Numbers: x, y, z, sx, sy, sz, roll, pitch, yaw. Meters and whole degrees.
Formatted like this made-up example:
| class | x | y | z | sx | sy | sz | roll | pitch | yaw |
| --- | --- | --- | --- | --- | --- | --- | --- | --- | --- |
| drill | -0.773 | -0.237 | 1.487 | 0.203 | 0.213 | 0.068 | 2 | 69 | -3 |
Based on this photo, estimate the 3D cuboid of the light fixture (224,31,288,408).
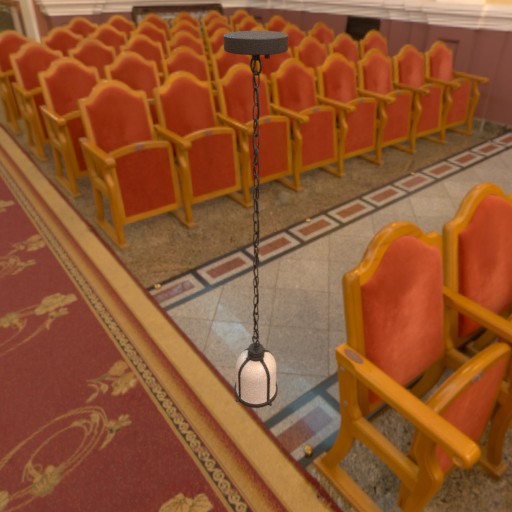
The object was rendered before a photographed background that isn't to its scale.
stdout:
| class | x | y | z | sx | sy | sz | roll | pitch | yaw |
| --- | --- | --- | --- | --- | --- | --- | --- | --- | --- |
| light fixture | 0.000 | 0.000 | 1.313 | 0.178 | 1.181 | 0.178 | -22 | 39 | -30 |
